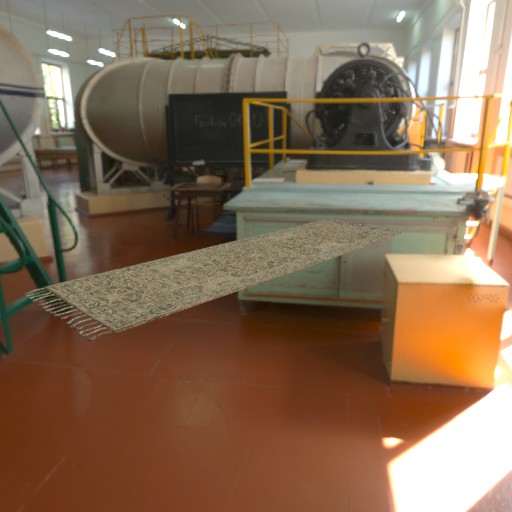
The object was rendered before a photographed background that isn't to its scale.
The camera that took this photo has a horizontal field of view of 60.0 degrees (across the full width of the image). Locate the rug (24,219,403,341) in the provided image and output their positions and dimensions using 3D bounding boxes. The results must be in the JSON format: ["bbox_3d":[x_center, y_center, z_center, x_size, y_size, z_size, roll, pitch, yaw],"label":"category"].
[{"bbox_3d":[0.000,0.000,2.928,0.762,0.011,2.664,16,22,42],"label":"rug"}]
